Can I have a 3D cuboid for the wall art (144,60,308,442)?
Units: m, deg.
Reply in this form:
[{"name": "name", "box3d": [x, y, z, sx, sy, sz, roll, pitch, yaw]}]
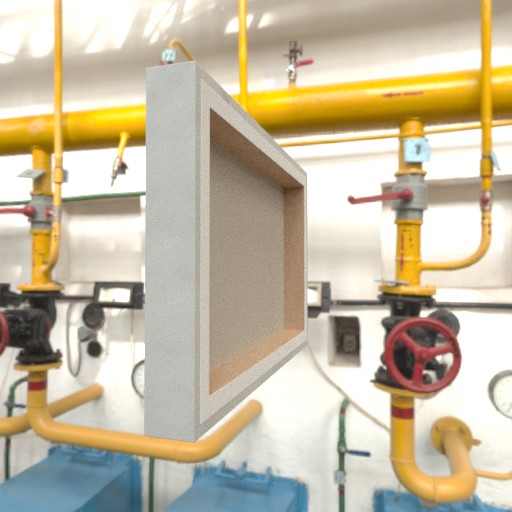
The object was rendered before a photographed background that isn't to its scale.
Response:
[{"name": "wall art", "box3d": [0.000, 0.000, 0.481, 0.038, 0.254, 0.381, 0, -1, 18]}]
